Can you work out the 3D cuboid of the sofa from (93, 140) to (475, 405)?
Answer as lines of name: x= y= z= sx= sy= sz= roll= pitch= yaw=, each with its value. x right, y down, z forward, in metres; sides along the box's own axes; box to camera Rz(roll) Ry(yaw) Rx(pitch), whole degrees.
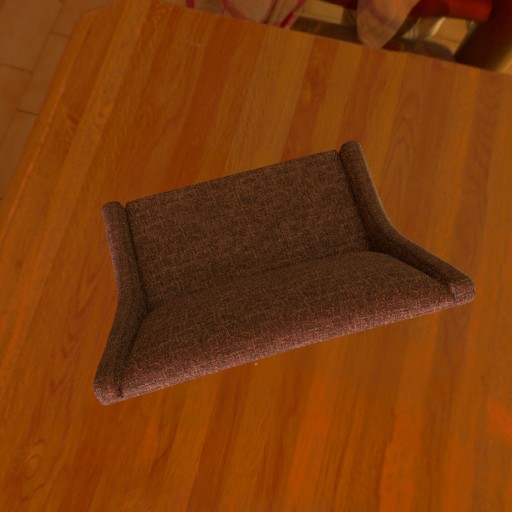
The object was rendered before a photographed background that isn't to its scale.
sofa: x=0.000 y=0.000 z=1.920 sx=1.242 sy=1.021 sz=0.870 roll=-15 pitch=77 yaw=-4
